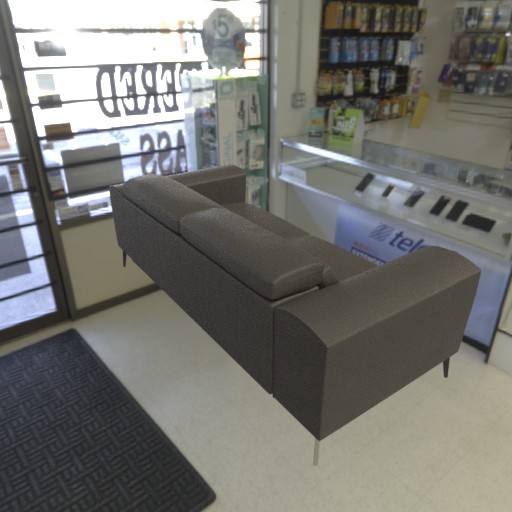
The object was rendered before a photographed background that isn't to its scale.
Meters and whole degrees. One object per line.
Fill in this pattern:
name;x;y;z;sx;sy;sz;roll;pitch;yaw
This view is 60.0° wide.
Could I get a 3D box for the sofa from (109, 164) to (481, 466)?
sofa;0.000;0.000;2.795;1.048;0.814;2.330;-18;32;-31
